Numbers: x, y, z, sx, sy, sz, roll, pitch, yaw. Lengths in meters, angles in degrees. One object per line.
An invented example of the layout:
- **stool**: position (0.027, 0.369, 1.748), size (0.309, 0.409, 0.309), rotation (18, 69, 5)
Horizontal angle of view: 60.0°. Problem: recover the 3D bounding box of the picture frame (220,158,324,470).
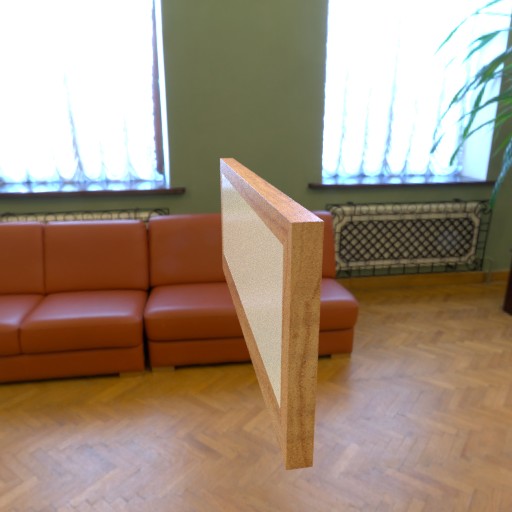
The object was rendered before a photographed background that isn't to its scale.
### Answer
- **picture frame**: position (0.000, 0.000, 0.652), size (0.045, 0.234, 0.582), rotation (-3, 17, -9)
